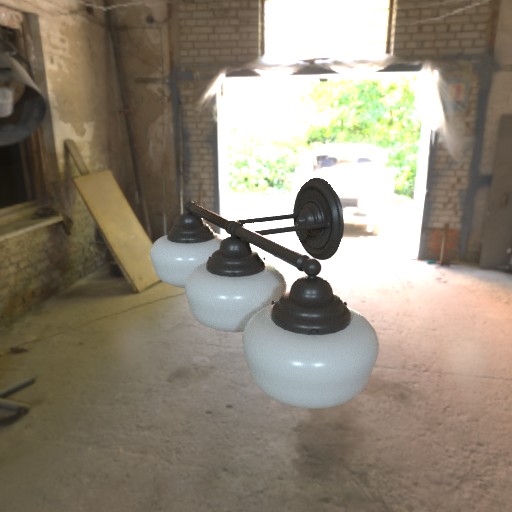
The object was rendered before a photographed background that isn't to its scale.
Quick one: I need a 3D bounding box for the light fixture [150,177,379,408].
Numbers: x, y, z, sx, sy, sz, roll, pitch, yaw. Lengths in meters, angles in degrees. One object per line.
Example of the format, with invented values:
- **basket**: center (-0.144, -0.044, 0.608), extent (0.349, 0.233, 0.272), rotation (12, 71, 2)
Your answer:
- **light fixture**: center (0.000, 0.000, 0.723), extent (0.239, 0.242, 0.587), rotation (-9, 19, -26)
